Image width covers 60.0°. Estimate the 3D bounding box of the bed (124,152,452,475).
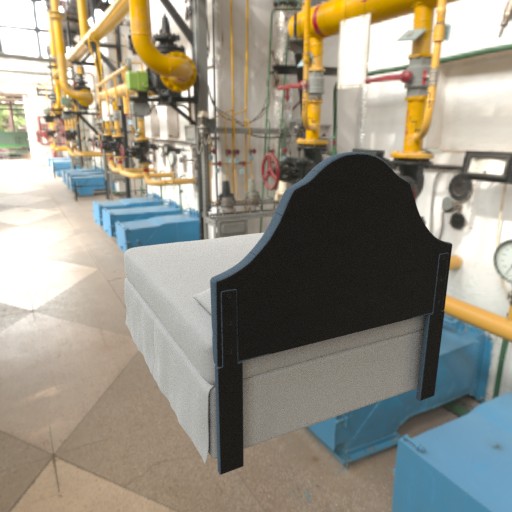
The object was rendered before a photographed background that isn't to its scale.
[{"bbox_3d":[0.000,0.000,3.282,1.636,1.575,2.155,-8,17,-26],"label":"bed"}]
